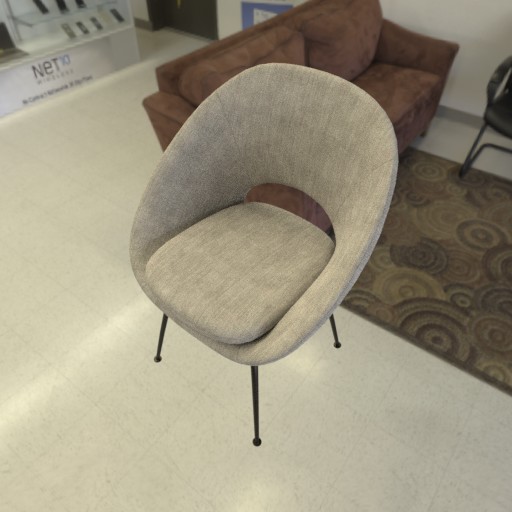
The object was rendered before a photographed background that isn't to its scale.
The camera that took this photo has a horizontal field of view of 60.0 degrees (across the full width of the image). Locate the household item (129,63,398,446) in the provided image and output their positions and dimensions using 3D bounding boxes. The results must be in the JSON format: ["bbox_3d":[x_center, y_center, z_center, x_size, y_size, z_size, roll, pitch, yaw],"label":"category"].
[{"bbox_3d":[0.000,0.000,1.254,0.643,0.869,0.587,31,52,27],"label":"household item"}]
